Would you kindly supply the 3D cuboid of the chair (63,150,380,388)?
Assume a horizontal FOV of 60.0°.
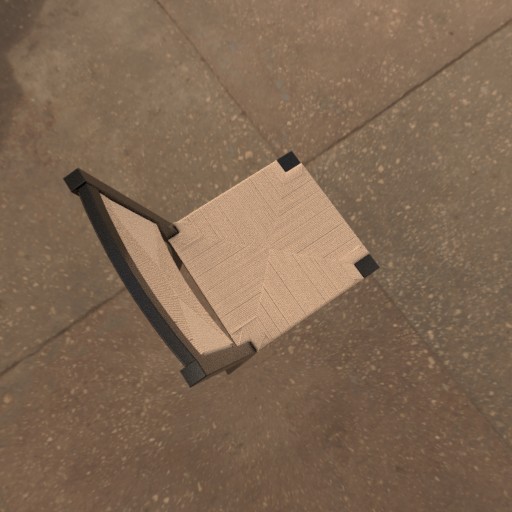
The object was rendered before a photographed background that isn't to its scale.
[{"bbox_3d":[0.000,0.000,1.227,0.552,0.927,0.437,-33,78,-8],"label":"chair"}]
